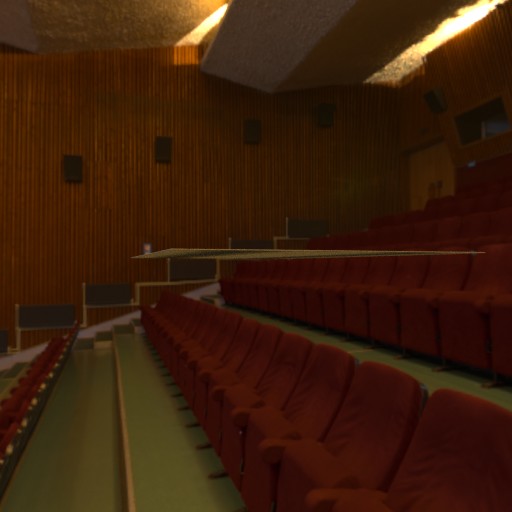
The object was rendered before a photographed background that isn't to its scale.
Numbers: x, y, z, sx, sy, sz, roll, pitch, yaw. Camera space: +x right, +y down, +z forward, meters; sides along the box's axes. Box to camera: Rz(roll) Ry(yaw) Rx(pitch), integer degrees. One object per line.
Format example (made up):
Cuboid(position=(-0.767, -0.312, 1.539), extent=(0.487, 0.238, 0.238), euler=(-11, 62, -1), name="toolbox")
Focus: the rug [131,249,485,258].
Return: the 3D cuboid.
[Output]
Cuboid(position=(0.000, 0.000, 3.058), extent=(1.519, 0.003, 2.453), euler=(0, -1, -19), name="rug")
